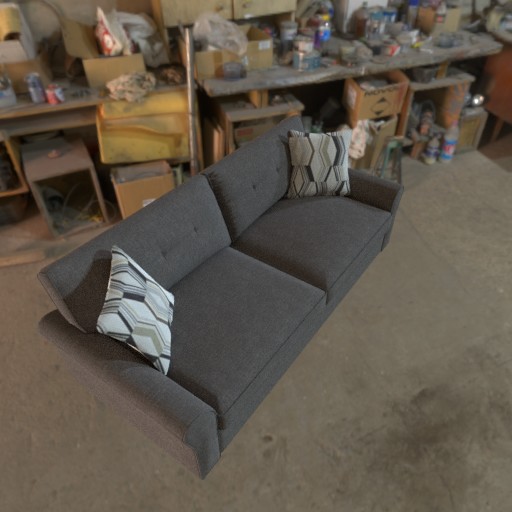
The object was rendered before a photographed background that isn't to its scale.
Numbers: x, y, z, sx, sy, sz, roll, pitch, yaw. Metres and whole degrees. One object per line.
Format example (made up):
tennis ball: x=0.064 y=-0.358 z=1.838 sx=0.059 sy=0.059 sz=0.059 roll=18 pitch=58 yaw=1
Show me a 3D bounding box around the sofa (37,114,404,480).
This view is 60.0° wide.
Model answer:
sofa: x=0.000 y=0.000 z=2.394 sx=0.889 sy=0.813 sz=2.032 roll=25 pitch=46 yaw=26
